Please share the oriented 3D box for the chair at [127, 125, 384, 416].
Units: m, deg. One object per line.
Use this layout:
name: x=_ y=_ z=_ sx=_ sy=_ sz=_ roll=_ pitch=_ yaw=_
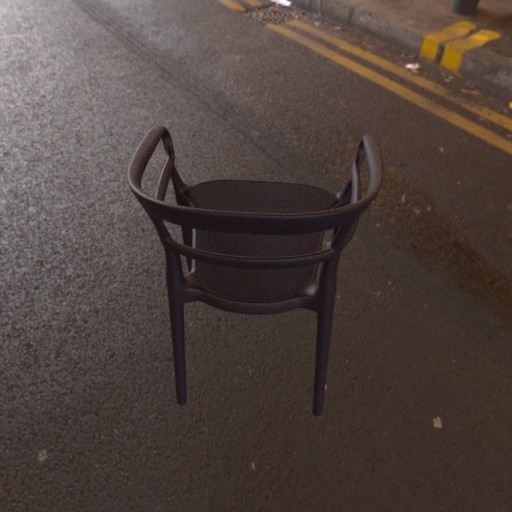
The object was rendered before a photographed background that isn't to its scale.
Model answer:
chair: x=0.000 y=0.000 z=1.152 sx=0.559 sy=0.761 sz=0.527 roll=3 pitch=48 yaw=3
